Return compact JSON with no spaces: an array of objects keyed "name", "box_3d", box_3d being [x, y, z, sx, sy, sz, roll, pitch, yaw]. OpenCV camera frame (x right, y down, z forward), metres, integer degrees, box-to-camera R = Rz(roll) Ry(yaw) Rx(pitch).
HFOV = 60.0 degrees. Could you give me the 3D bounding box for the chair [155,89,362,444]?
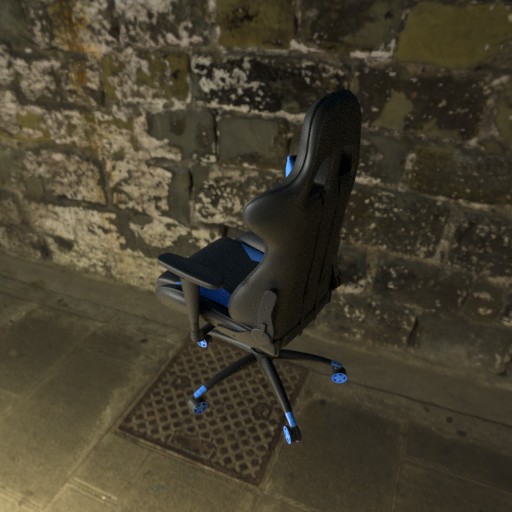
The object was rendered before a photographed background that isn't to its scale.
[{"name":"chair","box_3d":[0.000,0.000,1.708,0.730,1.282,0.695,22,38,30]}]
